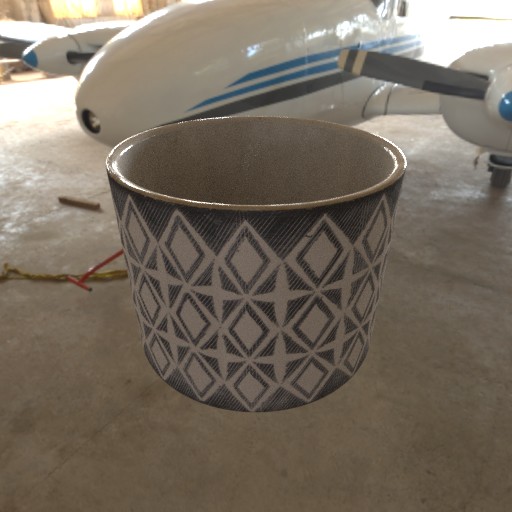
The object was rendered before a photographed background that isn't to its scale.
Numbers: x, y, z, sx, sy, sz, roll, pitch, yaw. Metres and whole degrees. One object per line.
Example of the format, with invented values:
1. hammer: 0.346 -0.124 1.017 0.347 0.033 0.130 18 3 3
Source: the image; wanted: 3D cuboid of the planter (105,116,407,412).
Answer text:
1. planter: 0.000 0.000 0.336 0.192 0.165 0.192 0 30 0
